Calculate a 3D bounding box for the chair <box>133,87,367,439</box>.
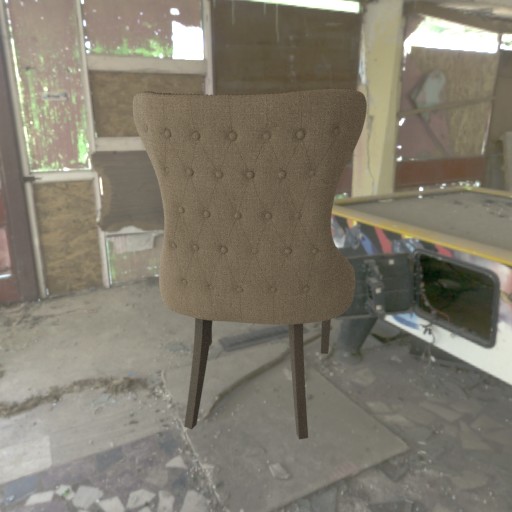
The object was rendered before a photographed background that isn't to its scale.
[{"bbox_3d":[0.000,0.000,1.405,0.628,0.967,0.635,2,17,7],"label":"chair"}]
